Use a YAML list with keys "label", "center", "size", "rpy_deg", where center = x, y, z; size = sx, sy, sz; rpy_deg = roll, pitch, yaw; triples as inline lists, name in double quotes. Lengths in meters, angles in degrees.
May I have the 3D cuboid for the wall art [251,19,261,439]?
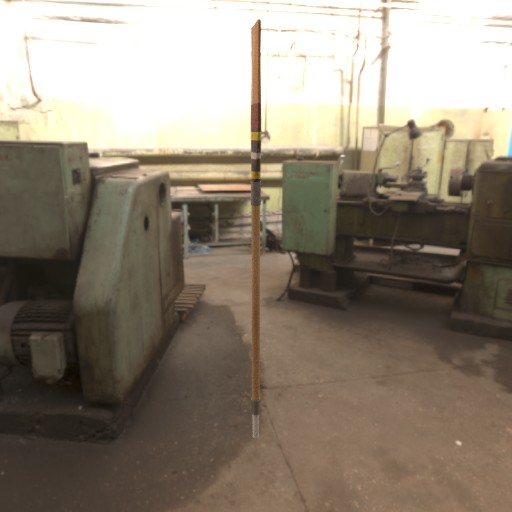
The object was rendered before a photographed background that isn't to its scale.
- label: "wall art"
  center: [0.000, 0.000, 1.633]
  size: [0.038, 1.556, 0.146]
  rpy_deg: [-2, 15, -9]
